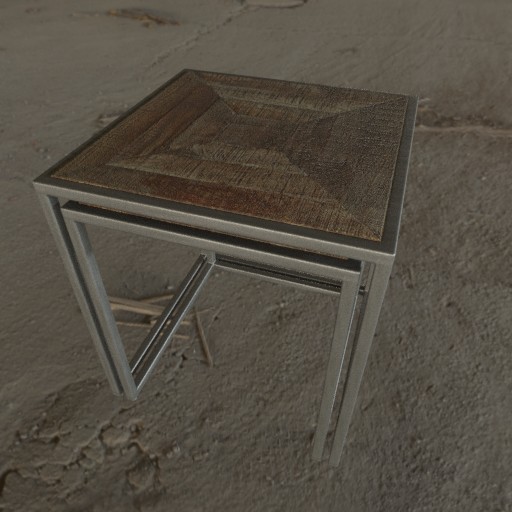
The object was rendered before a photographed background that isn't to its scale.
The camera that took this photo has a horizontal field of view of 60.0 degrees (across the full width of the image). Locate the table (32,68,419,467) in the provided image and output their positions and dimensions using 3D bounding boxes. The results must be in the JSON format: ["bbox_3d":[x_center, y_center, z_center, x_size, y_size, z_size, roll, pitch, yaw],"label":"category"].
[{"bbox_3d":[0.000,0.000,0.828,0.450,0.500,0.449,12,42,14],"label":"table"}]
